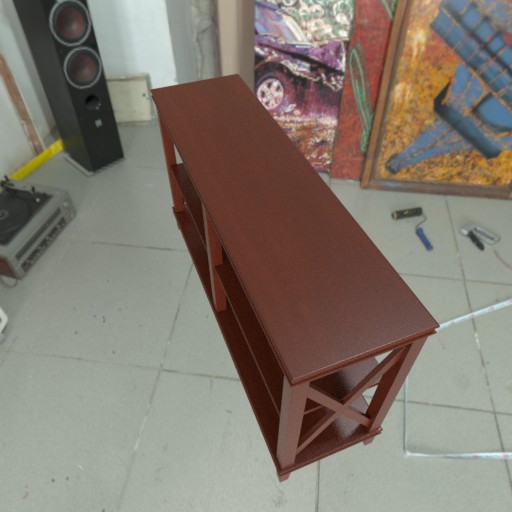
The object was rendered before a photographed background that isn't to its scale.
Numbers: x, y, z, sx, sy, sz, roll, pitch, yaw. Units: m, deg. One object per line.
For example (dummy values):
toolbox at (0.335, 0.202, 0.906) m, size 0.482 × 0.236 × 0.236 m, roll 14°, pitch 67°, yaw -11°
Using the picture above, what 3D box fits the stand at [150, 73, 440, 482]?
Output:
stand at (0.000, 0.000, 1.694) m, size 0.381 × 0.762 × 1.372 m, roll -16°, pitch 50°, yaw -14°
